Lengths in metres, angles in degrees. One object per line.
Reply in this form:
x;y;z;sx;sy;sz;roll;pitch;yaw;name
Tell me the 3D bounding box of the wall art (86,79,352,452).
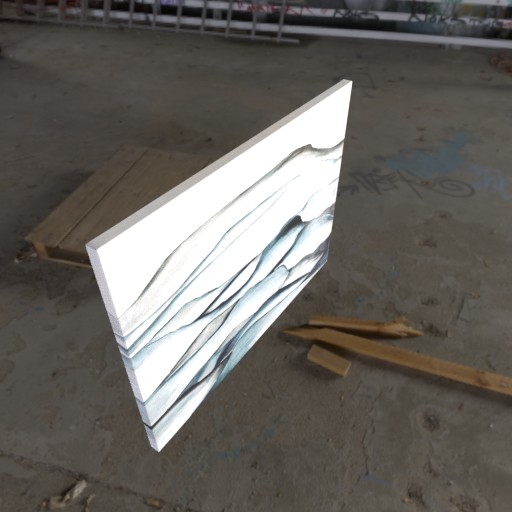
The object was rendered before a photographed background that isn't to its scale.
0.000;0.000;1.615;0.039;0.915;1.219;25;47;26;wall art
